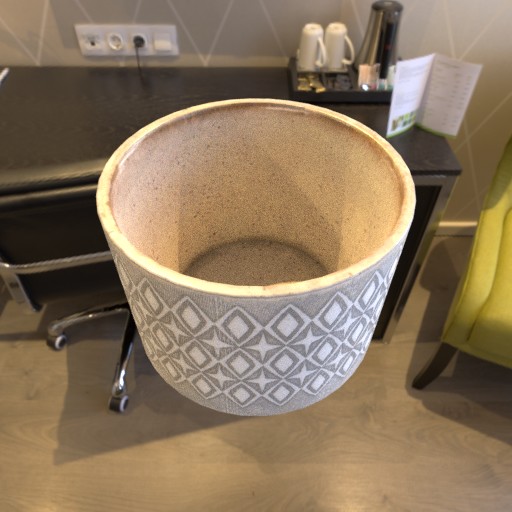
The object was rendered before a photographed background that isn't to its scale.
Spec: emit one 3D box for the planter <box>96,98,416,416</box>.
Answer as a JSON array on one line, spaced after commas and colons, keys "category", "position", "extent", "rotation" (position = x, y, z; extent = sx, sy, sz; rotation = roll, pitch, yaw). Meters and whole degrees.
[{"category": "planter", "position": [0.000, 0.000, 0.317], "extent": [0.186, 0.144, 0.186], "rotation": [0, 47, 0]}]
